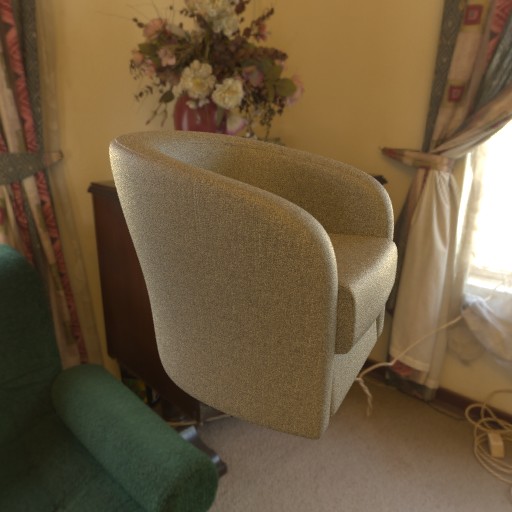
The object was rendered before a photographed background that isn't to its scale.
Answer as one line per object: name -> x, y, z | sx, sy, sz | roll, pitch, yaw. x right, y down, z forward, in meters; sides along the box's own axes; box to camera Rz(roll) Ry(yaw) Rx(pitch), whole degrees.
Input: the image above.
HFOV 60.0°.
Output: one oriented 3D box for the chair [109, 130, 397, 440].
chair -> 0.000, 0.000, 1.421 | 0.815, 0.771, 0.791 | 8, 18, 27
